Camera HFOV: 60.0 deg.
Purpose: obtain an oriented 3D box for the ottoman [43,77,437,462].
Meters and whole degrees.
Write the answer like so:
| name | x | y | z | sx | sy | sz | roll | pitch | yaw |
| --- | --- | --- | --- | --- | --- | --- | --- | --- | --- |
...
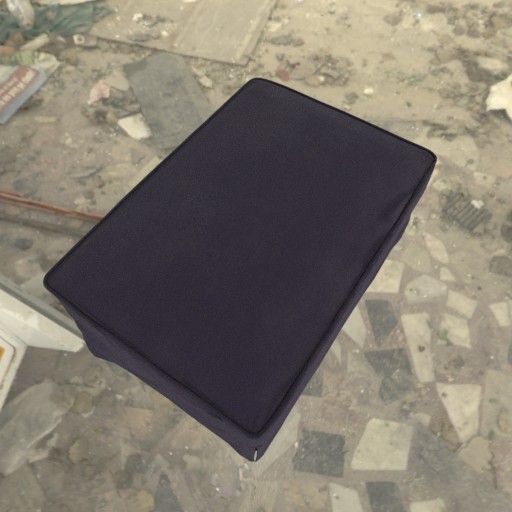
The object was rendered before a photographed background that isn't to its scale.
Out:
| name | x | y | z | sx | sy | sz | roll | pitch | yaw |
| --- | --- | --- | --- | --- | --- | --- | --- | --- | --- |
| ottoman | 0.000 | 0.000 | 1.290 | 0.637 | 0.503 | 0.938 | 30 | 64 | 17 |
